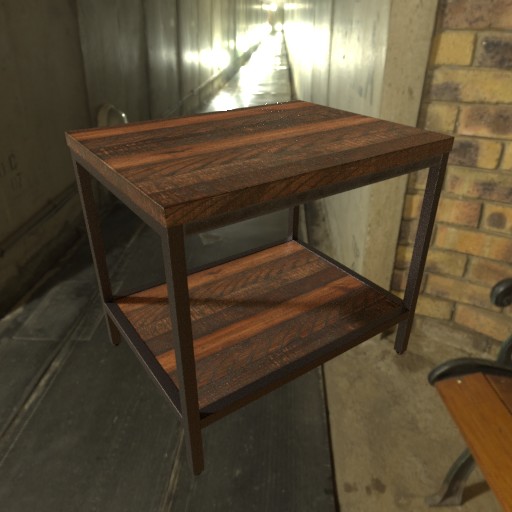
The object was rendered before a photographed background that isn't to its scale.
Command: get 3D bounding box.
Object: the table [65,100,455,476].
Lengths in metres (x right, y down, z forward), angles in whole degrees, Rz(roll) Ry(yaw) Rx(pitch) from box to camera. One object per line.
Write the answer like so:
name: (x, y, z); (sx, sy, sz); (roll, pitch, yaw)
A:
table: (0.000, 0.000, 1.120); (0.678, 0.612, 0.524); (-19, 34, -30)
